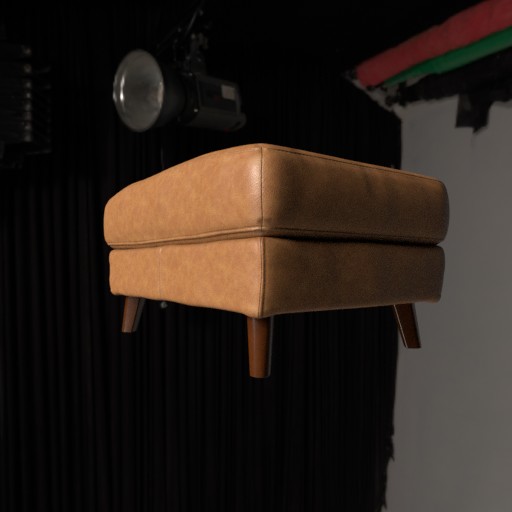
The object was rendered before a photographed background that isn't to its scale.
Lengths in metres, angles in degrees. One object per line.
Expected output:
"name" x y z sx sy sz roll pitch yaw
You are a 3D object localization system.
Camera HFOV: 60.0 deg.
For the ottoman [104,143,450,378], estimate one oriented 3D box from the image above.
"ottoman" 0.000 0.000 1.246 0.630 0.461 0.869 1 -2 -36
